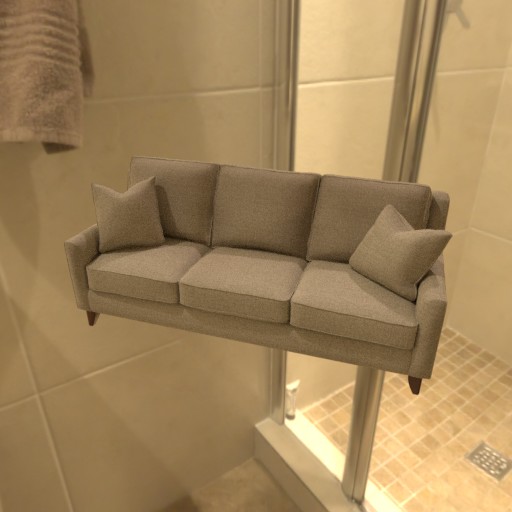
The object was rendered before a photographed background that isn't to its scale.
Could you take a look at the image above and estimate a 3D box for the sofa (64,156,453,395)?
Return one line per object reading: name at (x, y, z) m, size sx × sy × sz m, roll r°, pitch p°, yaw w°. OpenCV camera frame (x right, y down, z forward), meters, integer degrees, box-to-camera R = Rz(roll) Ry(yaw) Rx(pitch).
sofa at (0.000, 0.000, 2.571) m, size 2.031 × 0.914 × 0.865 m, roll 8°, pitch 28°, yaw 16°
